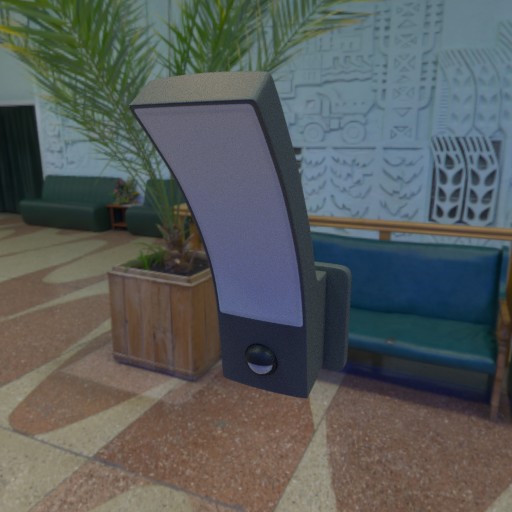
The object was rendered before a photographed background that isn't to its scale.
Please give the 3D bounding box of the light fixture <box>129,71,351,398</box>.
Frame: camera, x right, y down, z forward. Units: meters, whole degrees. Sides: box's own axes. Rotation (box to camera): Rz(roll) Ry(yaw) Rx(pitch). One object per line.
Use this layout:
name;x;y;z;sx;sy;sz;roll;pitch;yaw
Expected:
light fixture;0.000;0.000;0.337;0.108;0.243;0.174;7;16;25
